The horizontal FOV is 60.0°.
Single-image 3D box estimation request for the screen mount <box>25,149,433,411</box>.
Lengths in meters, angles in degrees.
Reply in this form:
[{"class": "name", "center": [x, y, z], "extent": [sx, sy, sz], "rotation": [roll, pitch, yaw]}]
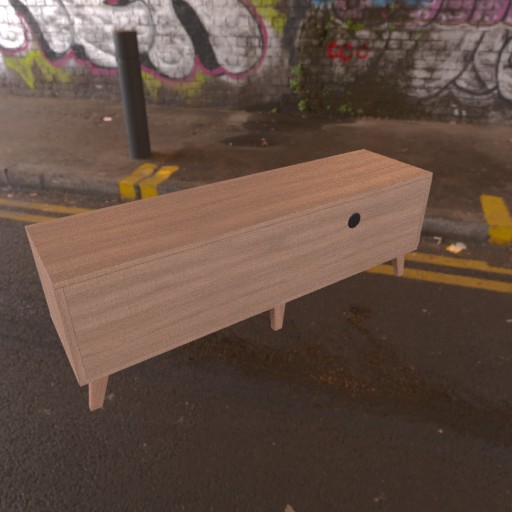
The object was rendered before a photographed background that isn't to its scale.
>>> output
[{"class": "screen mount", "center": [0.000, 0.000, 1.750], "extent": [1.500, 0.509, 0.401], "rotation": [-18, 35, -28]}]
